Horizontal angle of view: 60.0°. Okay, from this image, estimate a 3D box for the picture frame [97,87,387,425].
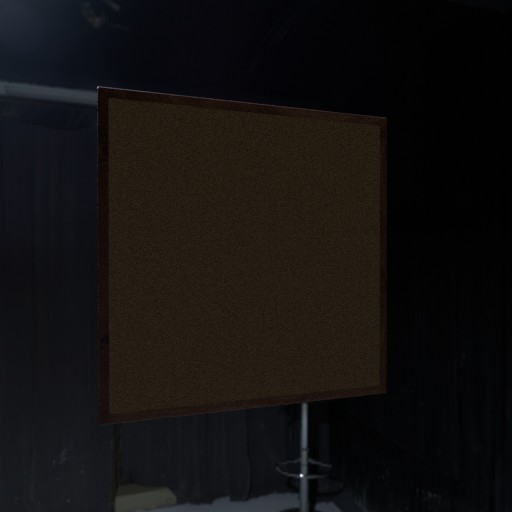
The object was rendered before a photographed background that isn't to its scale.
[{"bbox_3d":[0.000,0.000,1.206,0.810,0.817,0.029,0,0,-18],"label":"picture frame"}]
